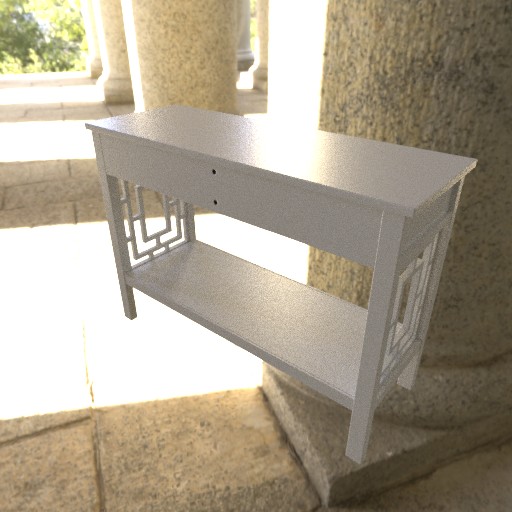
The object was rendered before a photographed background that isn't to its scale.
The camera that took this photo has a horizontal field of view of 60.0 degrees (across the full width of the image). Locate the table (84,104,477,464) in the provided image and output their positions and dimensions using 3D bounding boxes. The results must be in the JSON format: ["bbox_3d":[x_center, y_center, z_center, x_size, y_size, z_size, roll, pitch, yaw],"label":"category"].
[{"bbox_3d":[0.000,0.000,1.417,1.068,0.753,0.397,22,36,33],"label":"table"}]
